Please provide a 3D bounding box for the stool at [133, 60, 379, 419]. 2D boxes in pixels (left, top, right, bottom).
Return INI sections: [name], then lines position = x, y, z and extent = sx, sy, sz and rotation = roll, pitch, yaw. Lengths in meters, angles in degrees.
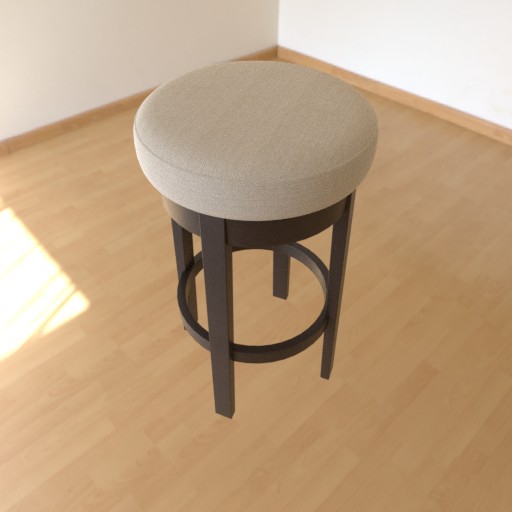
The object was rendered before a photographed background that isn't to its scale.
[stool]
position = 0.000, 0.000, 1.020
extent = 0.446, 0.758, 0.446
rotation = 0, 45, 0
